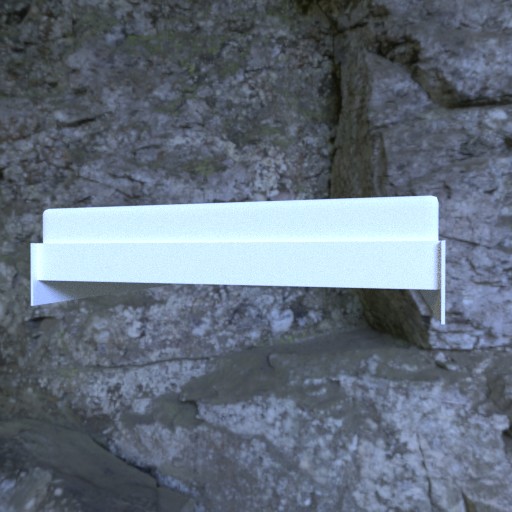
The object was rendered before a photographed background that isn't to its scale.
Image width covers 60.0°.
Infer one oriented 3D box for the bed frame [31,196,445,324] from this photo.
[{"bbox_3d":[0.000,0.000,2.651,1.945,0.497,1.445,0,1,17],"label":"bed frame"}]
